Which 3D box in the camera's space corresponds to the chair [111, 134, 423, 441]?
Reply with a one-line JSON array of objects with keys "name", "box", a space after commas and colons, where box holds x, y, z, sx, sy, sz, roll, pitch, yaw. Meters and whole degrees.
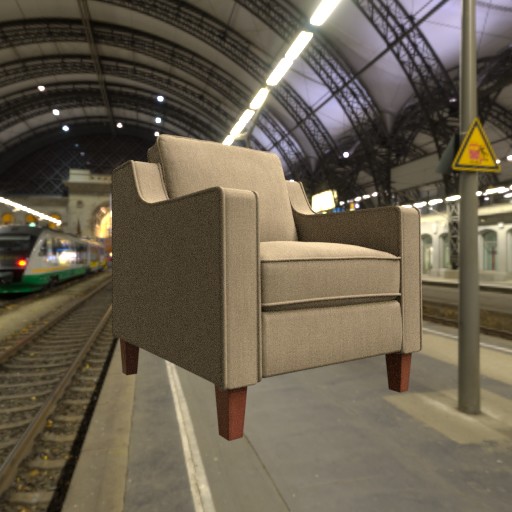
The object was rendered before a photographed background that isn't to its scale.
[{"name": "chair", "box": [0.000, 0.000, 1.695, 0.831, 0.960, 0.909, 0, 0, -35]}]
